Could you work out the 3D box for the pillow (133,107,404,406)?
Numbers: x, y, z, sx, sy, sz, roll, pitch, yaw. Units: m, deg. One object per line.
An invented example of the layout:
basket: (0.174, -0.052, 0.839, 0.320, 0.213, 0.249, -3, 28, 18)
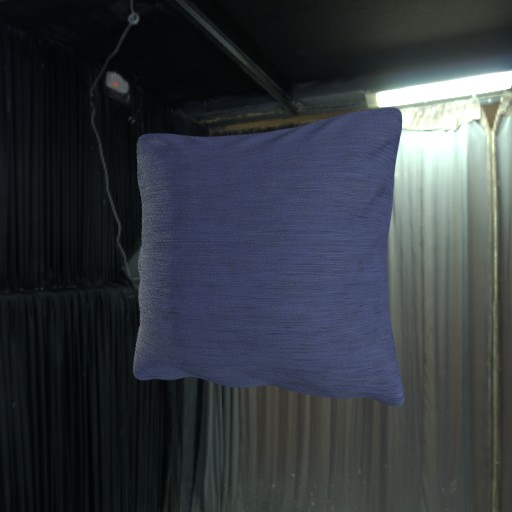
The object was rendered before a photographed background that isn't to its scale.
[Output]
pillow: (0.000, 0.000, 0.682, 0.432, 0.414, 0.246, 0, -1, 20)
